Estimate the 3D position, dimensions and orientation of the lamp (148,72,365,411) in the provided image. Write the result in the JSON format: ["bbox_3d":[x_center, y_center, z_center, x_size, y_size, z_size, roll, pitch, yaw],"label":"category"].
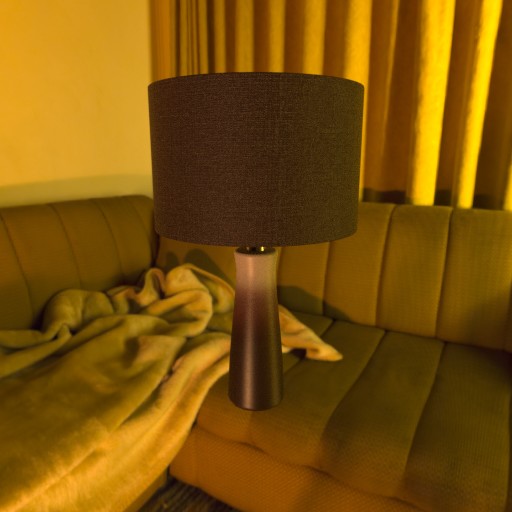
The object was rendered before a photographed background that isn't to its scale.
[{"bbox_3d":[0.000,0.000,0.691,0.303,0.488,0.303,0,13,0],"label":"lamp"}]
